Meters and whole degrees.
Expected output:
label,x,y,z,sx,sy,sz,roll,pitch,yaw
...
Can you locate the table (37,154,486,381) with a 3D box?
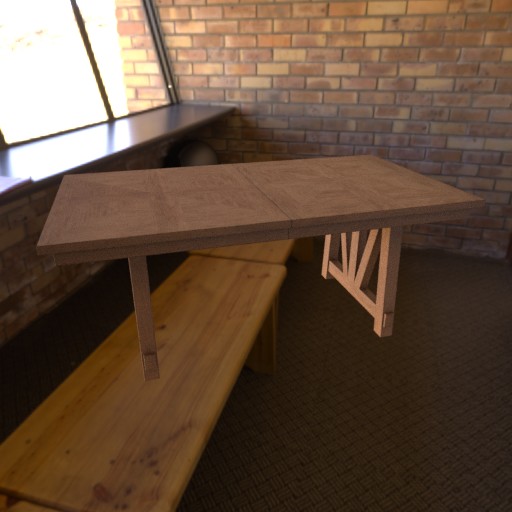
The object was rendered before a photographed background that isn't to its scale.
label,x,y,z,sx,sy,sz,roll,pitch,yaw
table,0.000,0.000,2.377,1.881,0.768,1.016,-7,26,-15
